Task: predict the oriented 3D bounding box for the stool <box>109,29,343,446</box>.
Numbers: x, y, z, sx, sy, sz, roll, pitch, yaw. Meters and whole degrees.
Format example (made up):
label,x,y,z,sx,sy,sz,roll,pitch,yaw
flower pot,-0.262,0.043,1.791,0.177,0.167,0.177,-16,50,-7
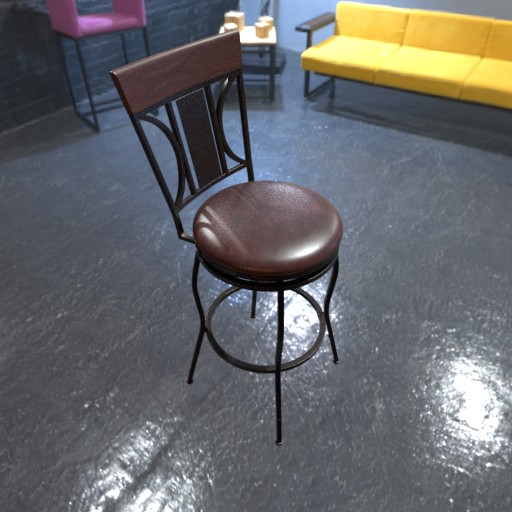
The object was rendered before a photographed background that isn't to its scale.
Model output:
label,x,y,z,sx,sy,sz,roll,pitch,yaw
stool,0.000,0.000,1.365,0.513,1.130,0.448,25,46,27
